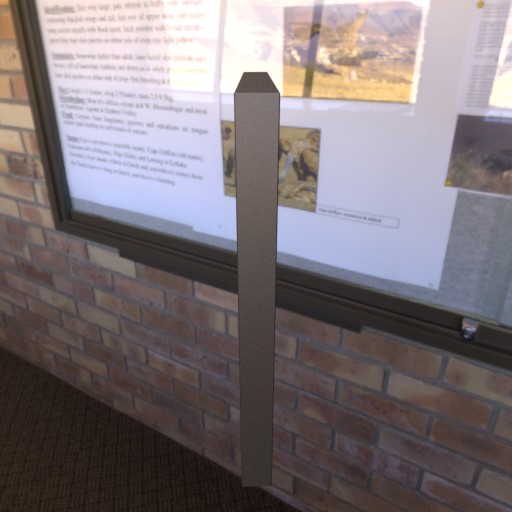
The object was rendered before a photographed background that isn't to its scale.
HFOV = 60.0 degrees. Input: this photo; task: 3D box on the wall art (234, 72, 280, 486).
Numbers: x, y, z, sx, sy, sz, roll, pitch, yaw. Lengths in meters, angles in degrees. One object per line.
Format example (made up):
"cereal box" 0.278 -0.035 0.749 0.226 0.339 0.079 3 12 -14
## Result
"wall art" 0.000 0.000 0.497 0.030 0.369 0.294 0 25 0
